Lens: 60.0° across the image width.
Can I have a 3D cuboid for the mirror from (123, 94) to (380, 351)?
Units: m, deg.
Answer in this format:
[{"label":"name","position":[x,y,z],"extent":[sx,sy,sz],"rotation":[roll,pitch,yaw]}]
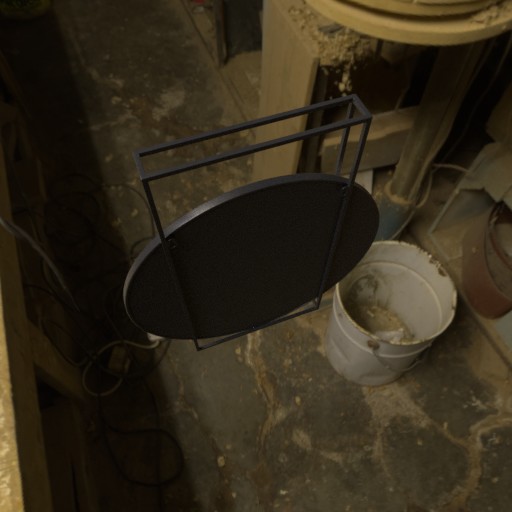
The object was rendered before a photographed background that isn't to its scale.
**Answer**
[{"label":"mirror","position":[0.000,0.000,0.831],"extent":[0.508,0.603,0.051],"rotation":[-18,60,-11]}]
